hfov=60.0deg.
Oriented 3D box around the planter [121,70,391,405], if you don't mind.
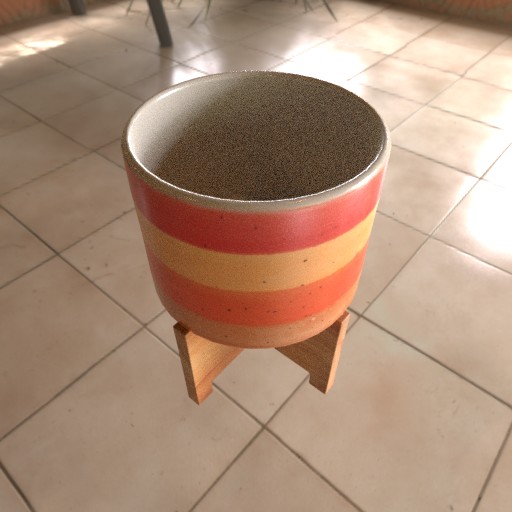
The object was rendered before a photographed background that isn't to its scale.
[{"bbox_3d":[0.000,0.000,0.411,0.199,0.268,0.199,0,45,0],"label":"planter"}]
